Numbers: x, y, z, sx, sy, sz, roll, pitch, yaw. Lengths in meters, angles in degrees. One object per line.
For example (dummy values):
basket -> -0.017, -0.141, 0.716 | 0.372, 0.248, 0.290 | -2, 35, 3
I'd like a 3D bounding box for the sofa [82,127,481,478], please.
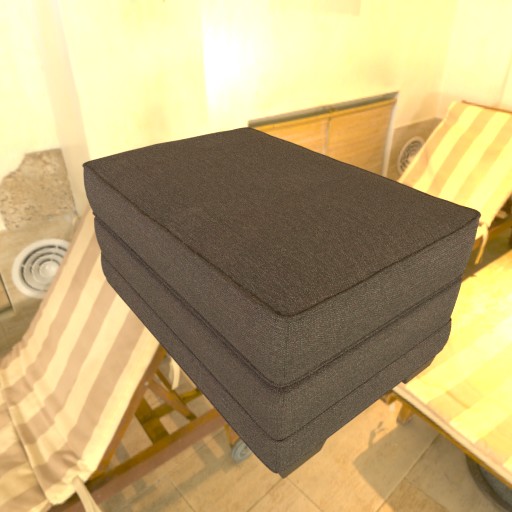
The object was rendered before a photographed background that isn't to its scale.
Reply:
sofa -> 0.000, 0.000, 1.169 | 0.578, 0.457, 0.854 | -22, 38, -31
